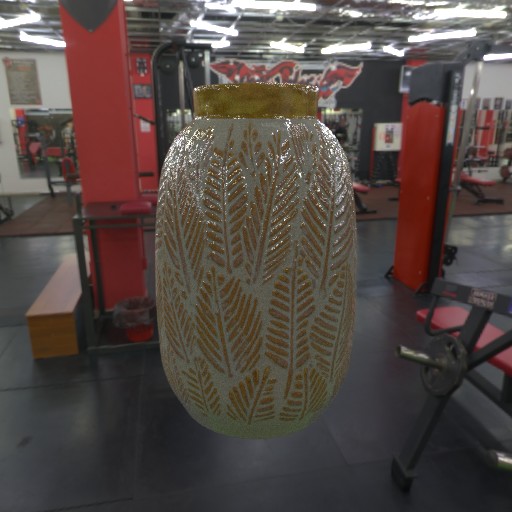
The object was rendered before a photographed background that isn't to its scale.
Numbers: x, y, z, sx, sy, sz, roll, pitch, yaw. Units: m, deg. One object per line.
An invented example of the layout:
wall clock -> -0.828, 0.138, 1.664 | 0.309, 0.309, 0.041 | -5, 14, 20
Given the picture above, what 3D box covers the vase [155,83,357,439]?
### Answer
vase -> 0.000, 0.000, 0.380 | 0.172, 0.270, 0.172 | 0, 16, 0
